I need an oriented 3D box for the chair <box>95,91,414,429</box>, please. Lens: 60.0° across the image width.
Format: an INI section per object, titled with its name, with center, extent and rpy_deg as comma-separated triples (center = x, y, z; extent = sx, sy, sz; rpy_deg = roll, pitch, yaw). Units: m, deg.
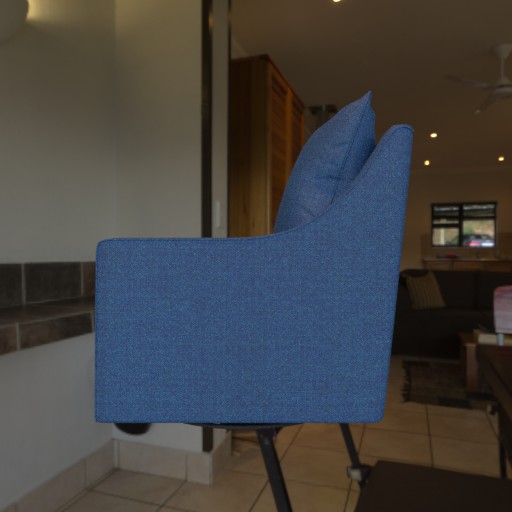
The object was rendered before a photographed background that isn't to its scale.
[chair]
center = 0.000, 0.000, 1.549
extent = 0.870, 0.939, 0.750
rpy_deg = 0, 0, 0
